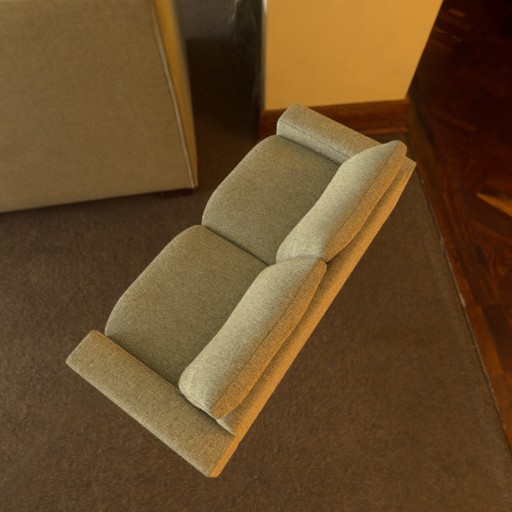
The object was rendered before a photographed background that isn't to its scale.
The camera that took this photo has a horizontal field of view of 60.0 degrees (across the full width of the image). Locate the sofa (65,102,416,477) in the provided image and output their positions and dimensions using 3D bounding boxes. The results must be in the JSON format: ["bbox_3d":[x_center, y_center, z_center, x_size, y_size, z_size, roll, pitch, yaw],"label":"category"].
[{"bbox_3d":[0.000,0.000,2.767,1.040,0.922,2.299,32,68,15],"label":"sofa"}]
